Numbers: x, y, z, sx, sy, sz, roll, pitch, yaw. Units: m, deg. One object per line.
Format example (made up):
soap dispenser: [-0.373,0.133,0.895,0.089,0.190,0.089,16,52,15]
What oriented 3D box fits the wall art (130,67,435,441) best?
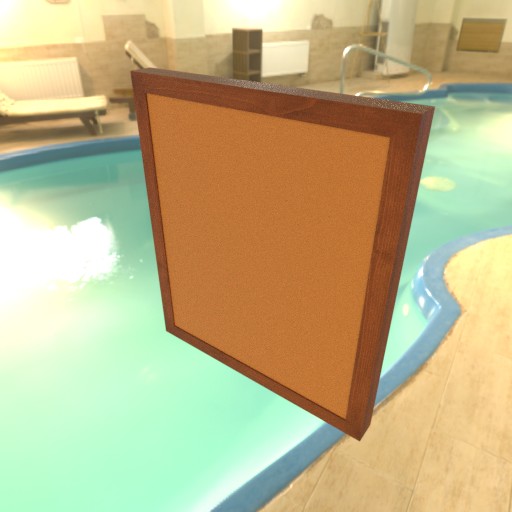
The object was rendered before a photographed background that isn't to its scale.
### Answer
wall art: [0.000,0.000,0.522,0.330,0.381,0.030,21,37,31]
